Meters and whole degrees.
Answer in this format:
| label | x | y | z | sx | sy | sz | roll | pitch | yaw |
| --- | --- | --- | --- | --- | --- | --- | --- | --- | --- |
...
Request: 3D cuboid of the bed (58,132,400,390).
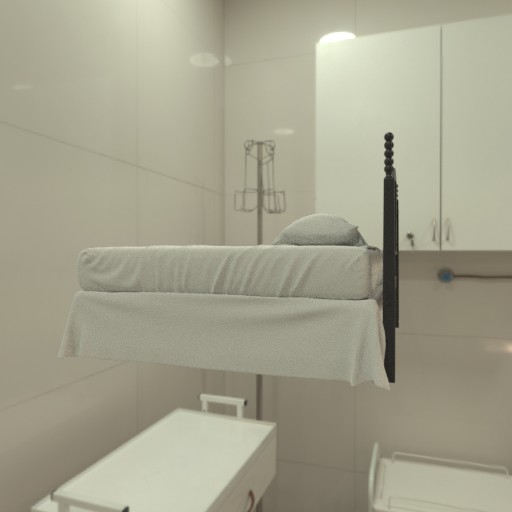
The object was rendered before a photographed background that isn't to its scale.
| label | x | y | z | sx | sy | sz | roll | pitch | yaw |
| --- | --- | --- | --- | --- | --- | --- | --- | --- | --- |
| bed | 0.000 | 0.000 | 3.623 | 2.219 | 1.355 | 2.322 | 0 | 0 | 18 |
